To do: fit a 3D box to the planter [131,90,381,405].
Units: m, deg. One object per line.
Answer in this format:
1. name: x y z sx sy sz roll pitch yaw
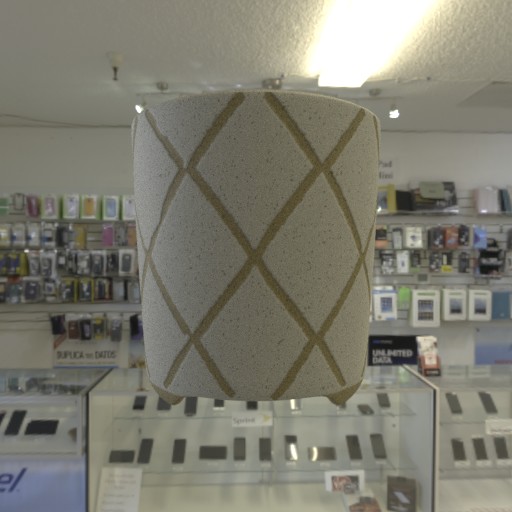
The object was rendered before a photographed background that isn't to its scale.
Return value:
1. planter: 0.000 0.000 0.422 0.228 0.235 0.228 0 1 0
